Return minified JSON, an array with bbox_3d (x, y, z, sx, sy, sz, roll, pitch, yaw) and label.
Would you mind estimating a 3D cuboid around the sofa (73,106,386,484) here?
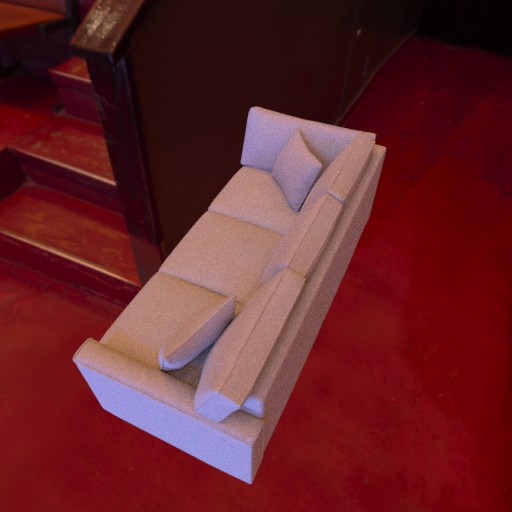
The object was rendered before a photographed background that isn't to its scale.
[{"bbox_3d":[0.000,0.000,2.894,1.061,0.962,2.317,19,51,17],"label":"sofa"}]
